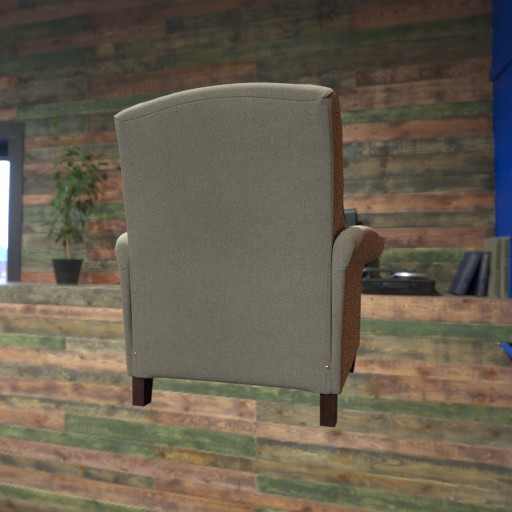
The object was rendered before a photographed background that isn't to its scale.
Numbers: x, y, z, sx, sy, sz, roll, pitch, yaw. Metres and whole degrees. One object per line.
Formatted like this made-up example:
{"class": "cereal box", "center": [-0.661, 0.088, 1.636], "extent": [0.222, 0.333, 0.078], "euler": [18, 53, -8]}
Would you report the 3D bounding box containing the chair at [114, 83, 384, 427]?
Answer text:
{"class": "chair", "center": [0.000, 0.000, 1.784], "extent": [0.978, 1.061, 0.905], "euler": [0, -1, 17]}
